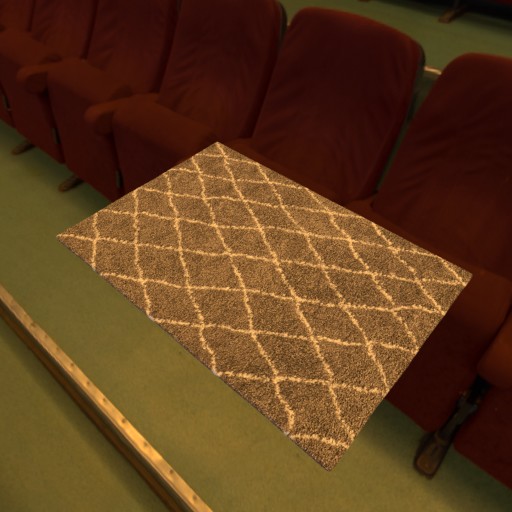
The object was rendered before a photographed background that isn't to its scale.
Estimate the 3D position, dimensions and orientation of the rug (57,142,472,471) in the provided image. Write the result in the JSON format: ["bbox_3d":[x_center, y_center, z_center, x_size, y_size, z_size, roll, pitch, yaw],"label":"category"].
[{"bbox_3d":[0.000,0.000,2.273,1.778,0.030,1.219,33,55,27],"label":"rug"}]
